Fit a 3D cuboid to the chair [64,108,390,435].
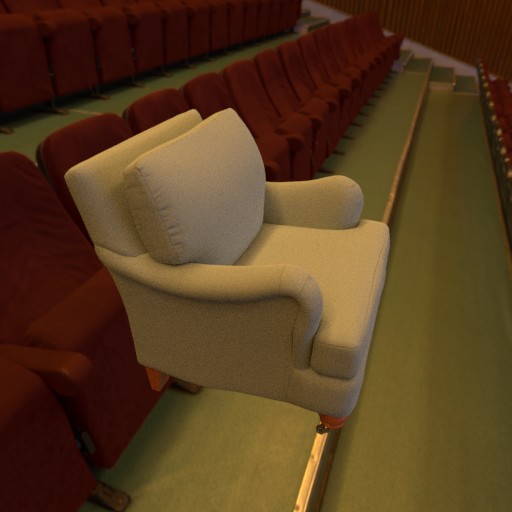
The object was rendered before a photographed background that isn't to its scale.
[{"bbox_3d":[0.000,0.000,1.905,1.070,1.038,0.955,11,33,17],"label":"chair"}]
